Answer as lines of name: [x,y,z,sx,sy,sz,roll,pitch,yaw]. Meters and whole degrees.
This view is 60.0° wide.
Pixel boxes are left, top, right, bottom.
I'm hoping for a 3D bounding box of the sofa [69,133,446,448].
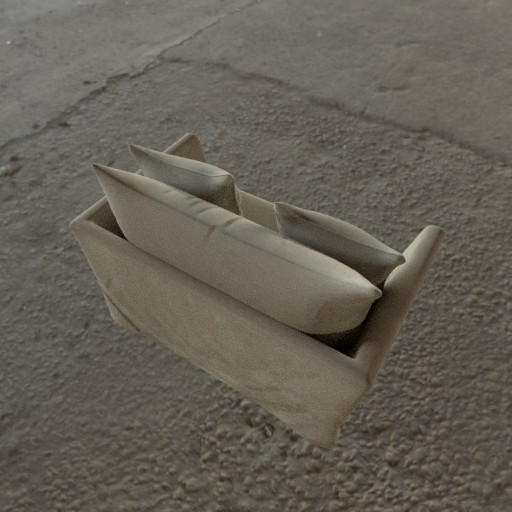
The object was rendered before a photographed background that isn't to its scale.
sofa: [0.000,0.000,2.336,1.608,1.040,1.035,25,53,21]
